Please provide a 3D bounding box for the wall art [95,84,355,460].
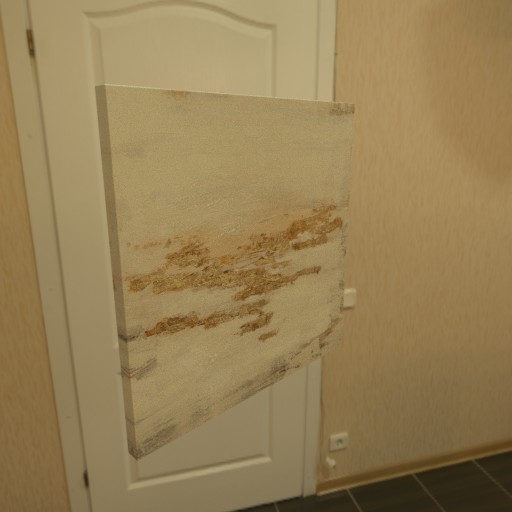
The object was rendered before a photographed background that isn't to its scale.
[{"bbox_3d":[0.000,0.000,1.113,0.753,0.755,0.038,-15,22,-43],"label":"wall art"}]
